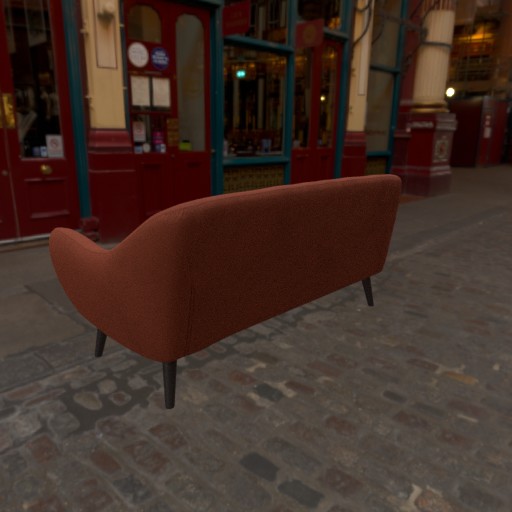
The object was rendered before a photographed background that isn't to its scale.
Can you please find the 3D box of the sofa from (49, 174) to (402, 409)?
[{"bbox_3d":[0.000,0.000,2.335,1.840,0.836,0.820,-15,22,-43],"label":"sofa"}]
